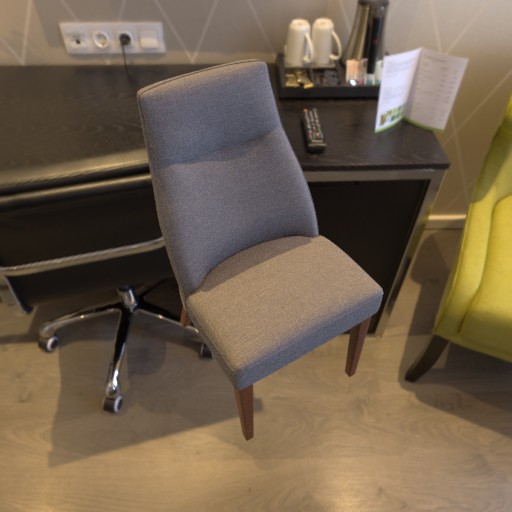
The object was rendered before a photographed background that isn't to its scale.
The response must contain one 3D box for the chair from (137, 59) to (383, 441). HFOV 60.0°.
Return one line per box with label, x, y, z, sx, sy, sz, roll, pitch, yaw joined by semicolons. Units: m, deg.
chair;0.000;0.000;1.340;0.500;0.930;0.620;-24;52;-21
